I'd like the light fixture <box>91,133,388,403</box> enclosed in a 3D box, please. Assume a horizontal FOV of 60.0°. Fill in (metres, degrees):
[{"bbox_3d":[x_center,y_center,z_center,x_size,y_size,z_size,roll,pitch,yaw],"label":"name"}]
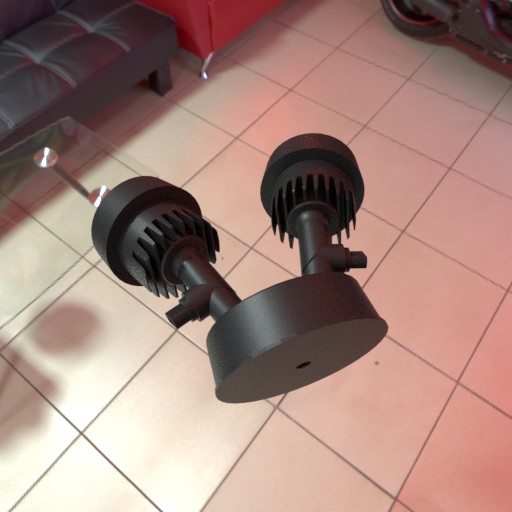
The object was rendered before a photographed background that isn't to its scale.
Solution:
[{"bbox_3d":[0.000,0.000,0.308,0.213,0.120,0.168,-17,60,-10],"label":"light fixture"}]
